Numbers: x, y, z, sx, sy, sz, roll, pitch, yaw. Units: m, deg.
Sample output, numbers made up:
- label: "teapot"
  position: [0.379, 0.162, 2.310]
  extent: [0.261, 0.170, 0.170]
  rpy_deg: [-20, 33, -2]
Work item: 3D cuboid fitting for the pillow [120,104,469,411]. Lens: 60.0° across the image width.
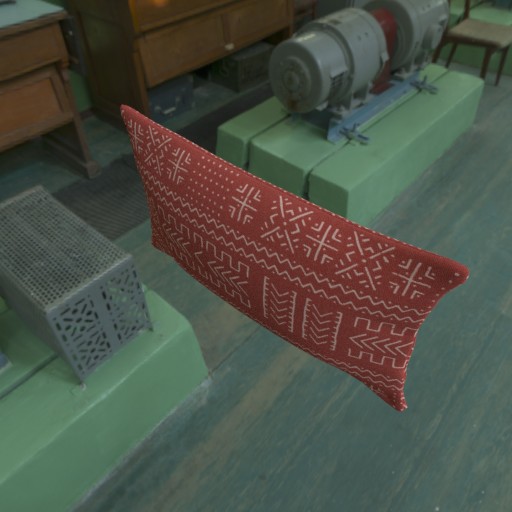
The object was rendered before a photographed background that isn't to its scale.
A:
- label: "pillow"
  position: [0.000, 0.000, 0.765]
  extent: [0.640, 0.352, 0.130]
  rpy_deg: [31, 53, 27]
